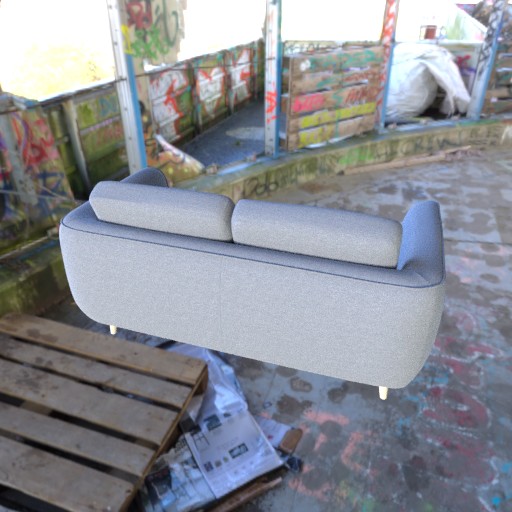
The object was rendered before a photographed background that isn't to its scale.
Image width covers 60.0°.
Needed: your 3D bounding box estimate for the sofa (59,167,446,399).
[{"bbox_3d":[0.000,0.000,2.194,1.700,0.850,0.920,10,32,16],"label":"sofa"}]
